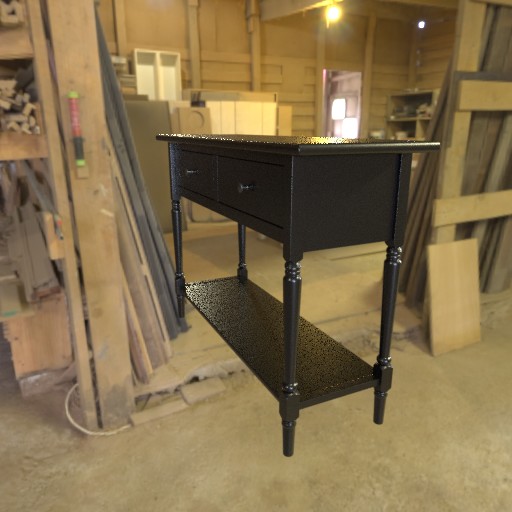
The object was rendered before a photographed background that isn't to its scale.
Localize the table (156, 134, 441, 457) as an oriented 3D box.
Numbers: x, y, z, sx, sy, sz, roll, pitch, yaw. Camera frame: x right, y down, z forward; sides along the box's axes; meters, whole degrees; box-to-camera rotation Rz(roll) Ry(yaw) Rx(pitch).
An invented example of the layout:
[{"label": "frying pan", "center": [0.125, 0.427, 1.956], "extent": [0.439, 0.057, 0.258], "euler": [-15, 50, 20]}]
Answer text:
[{"label": "table", "center": [0.000, 0.000, 1.580], "extent": [0.386, 0.819, 1.191], "euler": [-8, 18, -25]}]
